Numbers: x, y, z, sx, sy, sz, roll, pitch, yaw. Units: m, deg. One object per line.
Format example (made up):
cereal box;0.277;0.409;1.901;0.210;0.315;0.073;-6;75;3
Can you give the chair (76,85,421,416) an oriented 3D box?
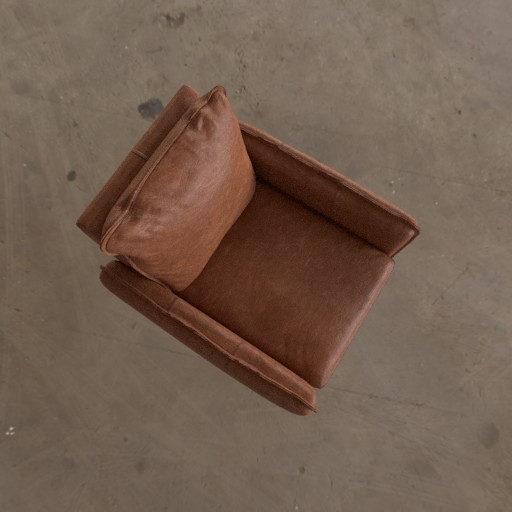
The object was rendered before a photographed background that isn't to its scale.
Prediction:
chair;0.000;0.000;1.647;0.922;0.922;0.830;32;78;8
